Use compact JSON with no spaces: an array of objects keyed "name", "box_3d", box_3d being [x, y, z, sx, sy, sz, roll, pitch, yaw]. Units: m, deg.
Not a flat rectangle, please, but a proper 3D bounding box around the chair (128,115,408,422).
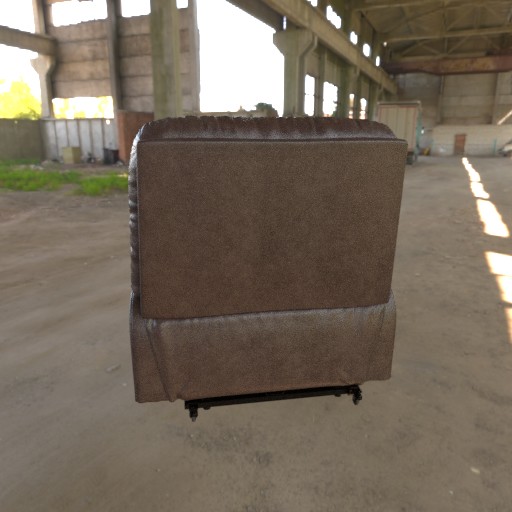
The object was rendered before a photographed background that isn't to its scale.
[{"name":"chair","box_3d":[0.000,0.000,1.766,0.940,1.041,0.879,-3,15,-9]}]
